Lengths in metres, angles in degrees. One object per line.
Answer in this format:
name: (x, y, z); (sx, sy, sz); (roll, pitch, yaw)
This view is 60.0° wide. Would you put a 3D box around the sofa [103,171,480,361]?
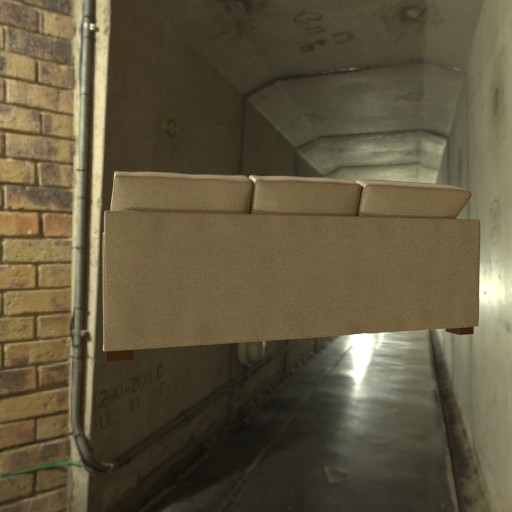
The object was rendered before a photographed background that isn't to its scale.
sofa: (0.000, 0.000, 3.411); (2.189, 0.939, 2.182); (0, 1, -18)
